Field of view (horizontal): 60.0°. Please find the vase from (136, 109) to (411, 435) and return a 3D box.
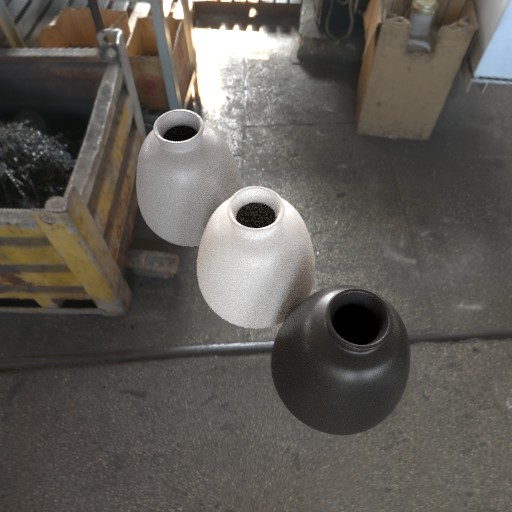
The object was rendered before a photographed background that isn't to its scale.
[{"bbox_3d":[0.000,0.000,0.351,0.097,0.122,0.297,-32,63,-19],"label":"vase"}]
